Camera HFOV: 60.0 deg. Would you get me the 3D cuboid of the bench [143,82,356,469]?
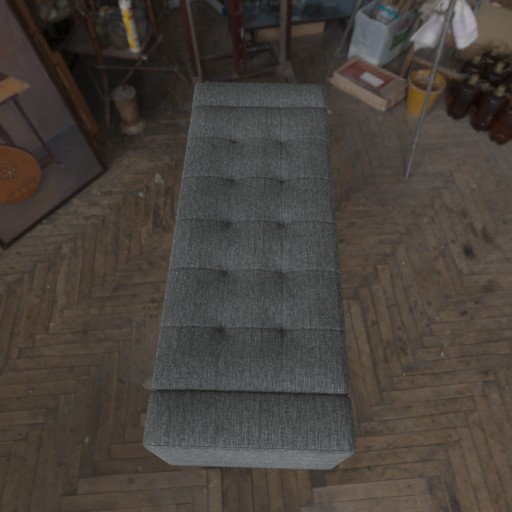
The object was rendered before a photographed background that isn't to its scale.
[{"bbox_3d":[0.000,0.000,1.531,0.508,0.445,1.296,1,59,1],"label":"bench"}]
